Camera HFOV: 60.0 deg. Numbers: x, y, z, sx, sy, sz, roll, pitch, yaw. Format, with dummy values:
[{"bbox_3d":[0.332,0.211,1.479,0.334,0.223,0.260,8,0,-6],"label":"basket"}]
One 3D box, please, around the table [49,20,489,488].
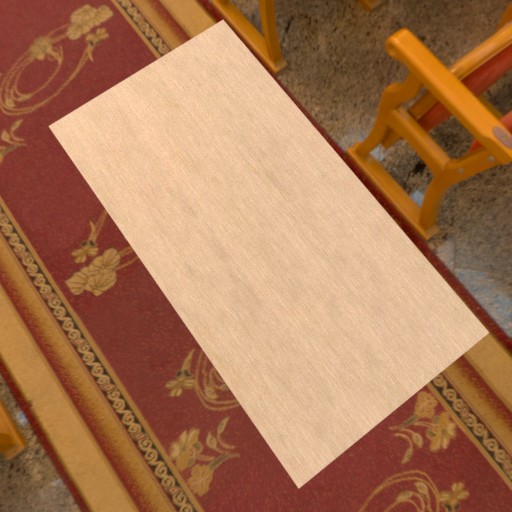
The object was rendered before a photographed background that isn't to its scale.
[{"bbox_3d":[0.000,0.000,1.851,0.729,0.874,1.397,-35,79,-8],"label":"table"}]
